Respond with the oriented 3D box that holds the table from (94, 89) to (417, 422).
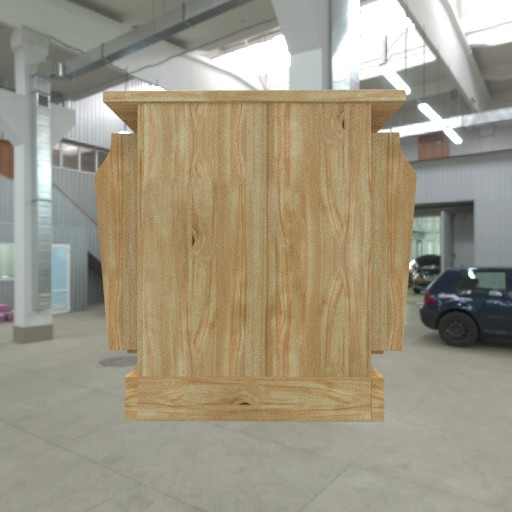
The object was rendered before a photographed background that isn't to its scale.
[{"bbox_3d":[0.000,0.000,0.875,0.530,0.515,0.380,0,0,1],"label":"table"}]
